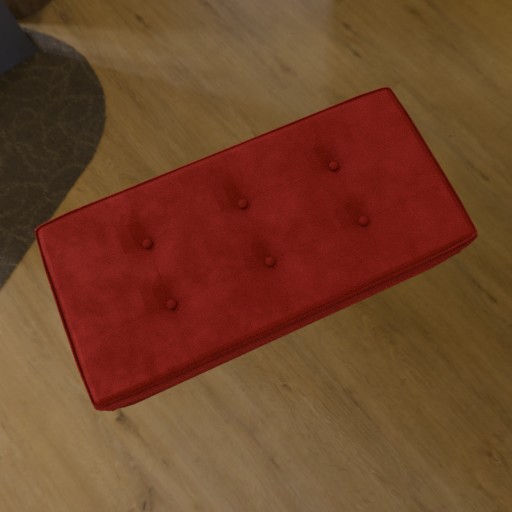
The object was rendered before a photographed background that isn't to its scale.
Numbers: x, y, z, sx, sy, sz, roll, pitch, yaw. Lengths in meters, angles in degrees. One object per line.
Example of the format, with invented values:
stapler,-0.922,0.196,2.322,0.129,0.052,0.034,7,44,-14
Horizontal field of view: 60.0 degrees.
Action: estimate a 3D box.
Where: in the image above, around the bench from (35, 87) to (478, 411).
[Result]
bench,0.000,0.000,1.300,1.016,0.471,0.492,-23,76,-6
